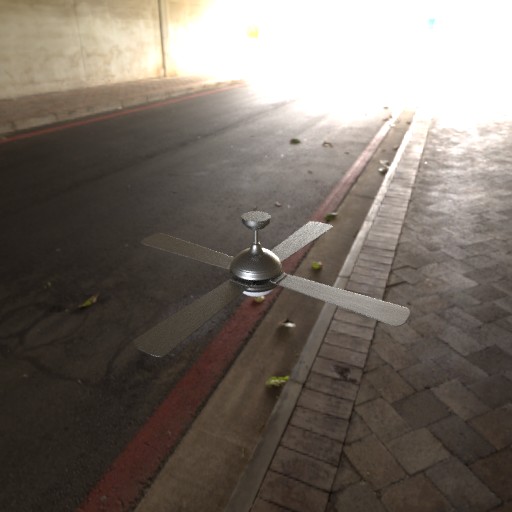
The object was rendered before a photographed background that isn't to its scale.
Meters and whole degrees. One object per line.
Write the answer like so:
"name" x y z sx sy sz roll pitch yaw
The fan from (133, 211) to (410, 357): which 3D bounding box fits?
"fan" 0.000 0.000 1.994 1.321 0.381 1.321 -18 32 -32
